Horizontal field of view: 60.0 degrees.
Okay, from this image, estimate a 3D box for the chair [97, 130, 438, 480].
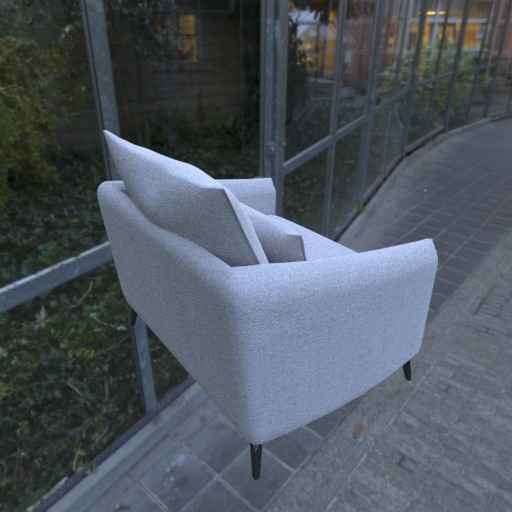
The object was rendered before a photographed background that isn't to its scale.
[{"bbox_3d":[0.000,0.000,1.597,0.801,0.856,1.029,-18,31,-32],"label":"chair"}]
